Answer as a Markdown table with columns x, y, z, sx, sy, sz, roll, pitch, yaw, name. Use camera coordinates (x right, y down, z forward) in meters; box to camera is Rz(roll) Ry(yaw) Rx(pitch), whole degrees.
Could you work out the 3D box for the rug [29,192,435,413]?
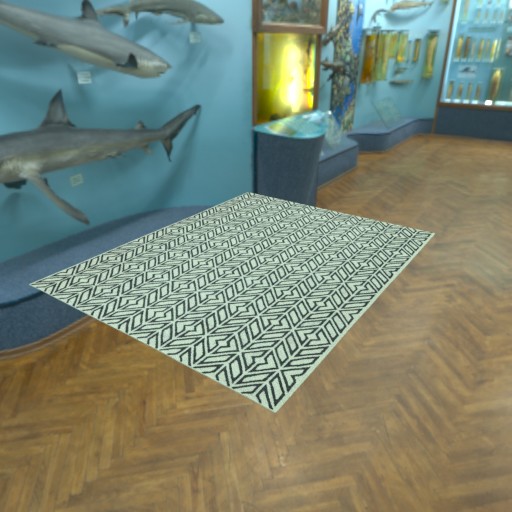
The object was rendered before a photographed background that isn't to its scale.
| x | y | z | sx | sy | sz | roll | pitch | yaw | name |
| --- | --- | --- | --- | --- | --- | --- | --- | --- | --- |
| 0.000 | 0.000 | 4.131 | 2.421 | 0.008 | 3.045 | 17 | 31 | 31 | rug |
